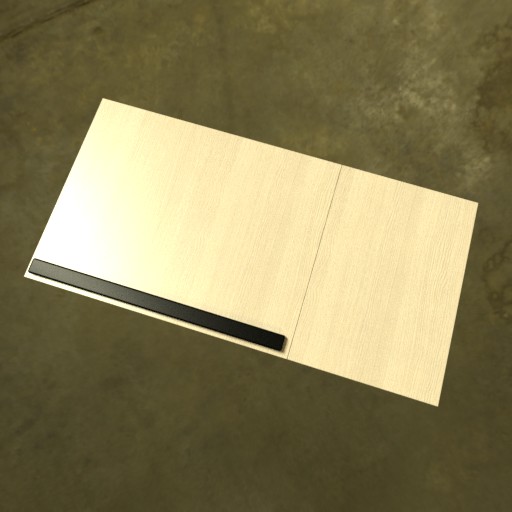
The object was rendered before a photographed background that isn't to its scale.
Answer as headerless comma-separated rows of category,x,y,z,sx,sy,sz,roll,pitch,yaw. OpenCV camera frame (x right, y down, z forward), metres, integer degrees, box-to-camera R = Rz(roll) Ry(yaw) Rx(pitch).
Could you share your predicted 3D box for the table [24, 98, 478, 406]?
table,0.000,0.000,0.796,0.644,0.242,0.322,17,77,4
